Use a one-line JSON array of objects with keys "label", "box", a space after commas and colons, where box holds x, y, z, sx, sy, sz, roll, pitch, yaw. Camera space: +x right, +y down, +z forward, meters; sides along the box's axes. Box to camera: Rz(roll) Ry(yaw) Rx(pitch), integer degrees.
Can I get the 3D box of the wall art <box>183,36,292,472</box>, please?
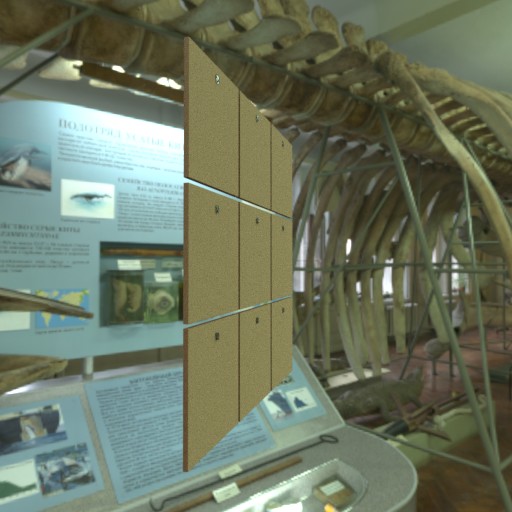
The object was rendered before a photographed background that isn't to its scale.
[{"label": "wall art", "box": [0.000, 0.000, 1.819, 0.024, 1.218, 1.221, 0, -1, 18]}]
